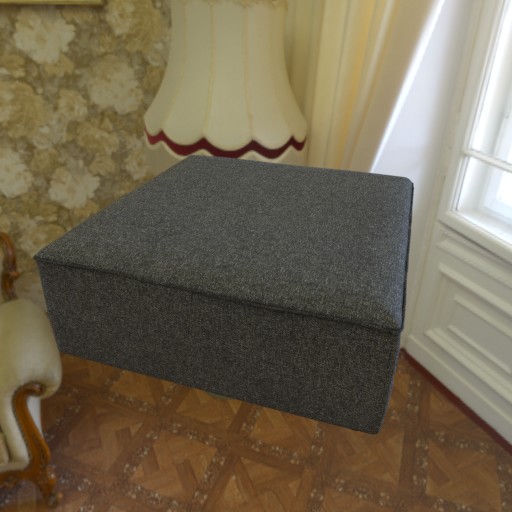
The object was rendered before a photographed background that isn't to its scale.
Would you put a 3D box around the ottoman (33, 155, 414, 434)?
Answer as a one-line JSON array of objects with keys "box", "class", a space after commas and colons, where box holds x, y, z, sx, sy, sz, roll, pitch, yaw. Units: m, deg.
[{"box": [0.000, 0.000, 1.585, 1.021, 0.423, 1.017, 10, 31, 17], "class": "ottoman"}]
